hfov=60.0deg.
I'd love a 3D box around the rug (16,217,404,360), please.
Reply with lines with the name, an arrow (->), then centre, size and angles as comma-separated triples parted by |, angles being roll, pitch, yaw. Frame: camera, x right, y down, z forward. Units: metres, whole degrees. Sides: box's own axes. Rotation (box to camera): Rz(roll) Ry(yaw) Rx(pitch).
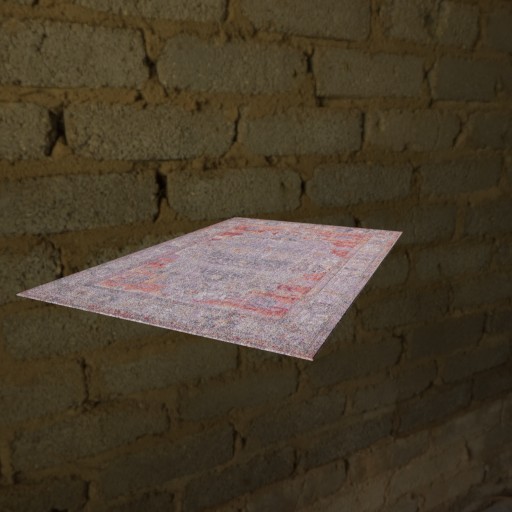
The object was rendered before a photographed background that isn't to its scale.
rug -> 0.000, 0.000, 2.286 | 1.219, 0.005, 1.829 | 7, 17, 24
